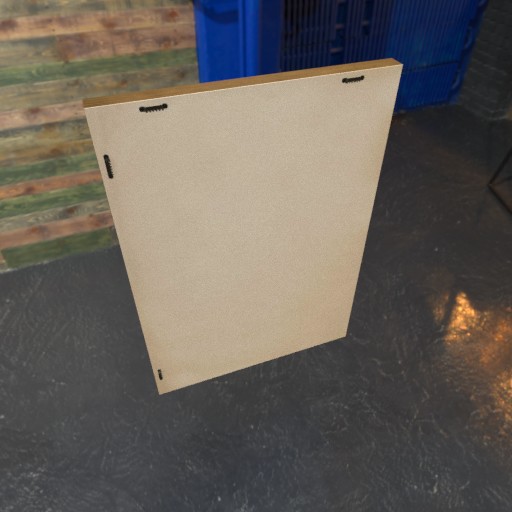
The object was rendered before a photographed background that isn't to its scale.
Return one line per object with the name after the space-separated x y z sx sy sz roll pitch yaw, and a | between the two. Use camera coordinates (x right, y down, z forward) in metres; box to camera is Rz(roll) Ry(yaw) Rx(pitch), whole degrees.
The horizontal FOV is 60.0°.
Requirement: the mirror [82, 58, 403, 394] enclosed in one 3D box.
0.000 0.000 0.909 0.508 0.711 0.039 -14 43 -15 | mirror
